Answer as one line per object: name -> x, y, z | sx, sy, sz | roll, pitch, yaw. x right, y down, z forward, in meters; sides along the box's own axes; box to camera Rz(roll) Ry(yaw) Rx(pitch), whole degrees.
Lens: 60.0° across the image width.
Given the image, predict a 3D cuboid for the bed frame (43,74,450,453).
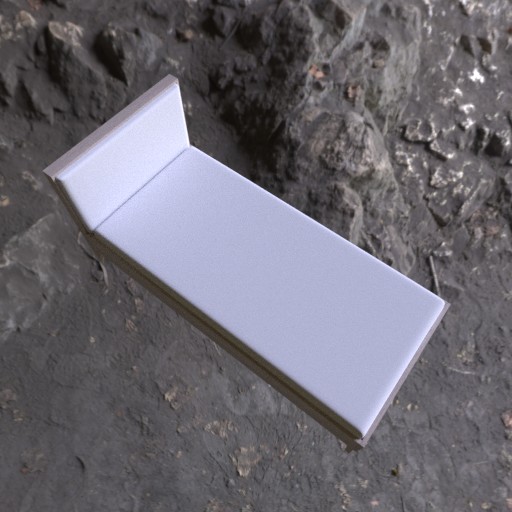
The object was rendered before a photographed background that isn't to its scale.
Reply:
bed frame -> 0.000, 0.000, 2.652 | 2.140, 0.920, 0.990 | 34, 66, 18
